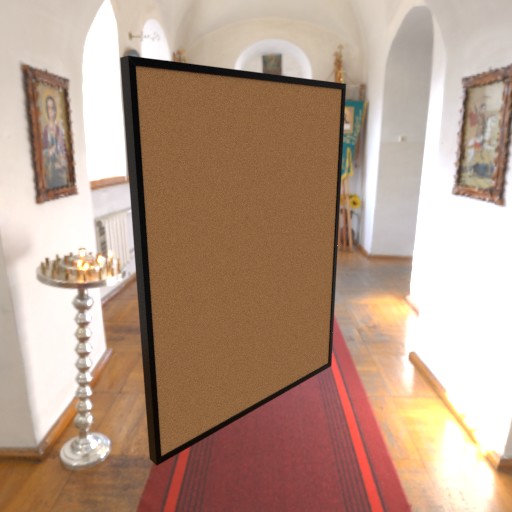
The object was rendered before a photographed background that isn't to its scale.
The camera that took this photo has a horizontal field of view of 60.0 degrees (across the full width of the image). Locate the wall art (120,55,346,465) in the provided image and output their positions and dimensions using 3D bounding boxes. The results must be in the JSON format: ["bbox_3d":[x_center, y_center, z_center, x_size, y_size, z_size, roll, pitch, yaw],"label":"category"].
[{"bbox_3d":[0.000,0.000,1.384,0.805,1.062,0.040,-14,21,-42],"label":"wall art"}]
